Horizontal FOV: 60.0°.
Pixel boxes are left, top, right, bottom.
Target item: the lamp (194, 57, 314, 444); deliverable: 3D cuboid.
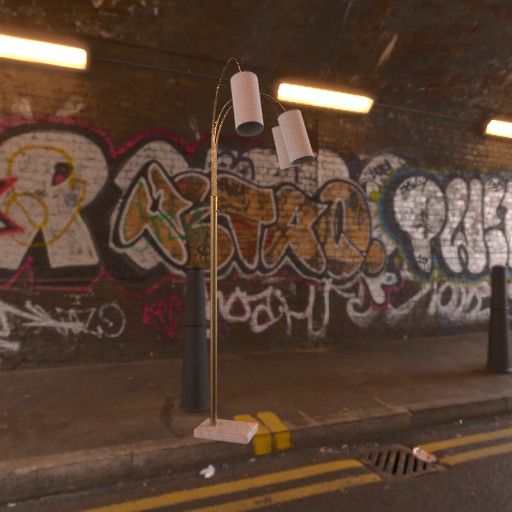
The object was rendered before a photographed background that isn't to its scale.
[{"bbox_3d":[0.000,0.000,2.535,0.667,2.055,1.020,0,-1,17],"label":"lamp"}]
